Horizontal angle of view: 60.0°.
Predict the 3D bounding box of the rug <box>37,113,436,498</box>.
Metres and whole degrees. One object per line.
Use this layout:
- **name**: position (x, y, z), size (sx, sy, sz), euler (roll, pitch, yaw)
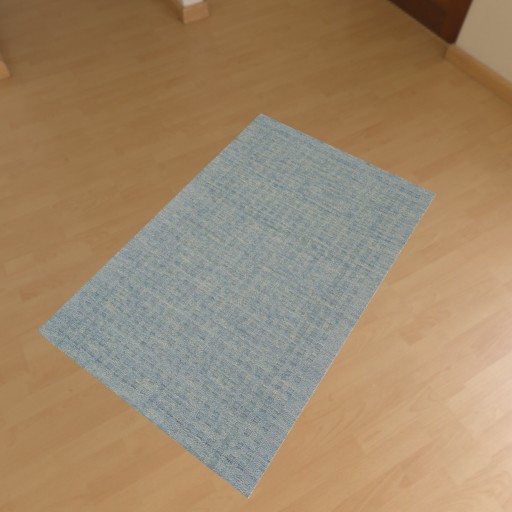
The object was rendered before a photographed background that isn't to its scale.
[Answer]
- **rug**: position (0.000, 0.000, 2.172), size (1.142, 0.006, 1.752), euler (30, 62, 18)
